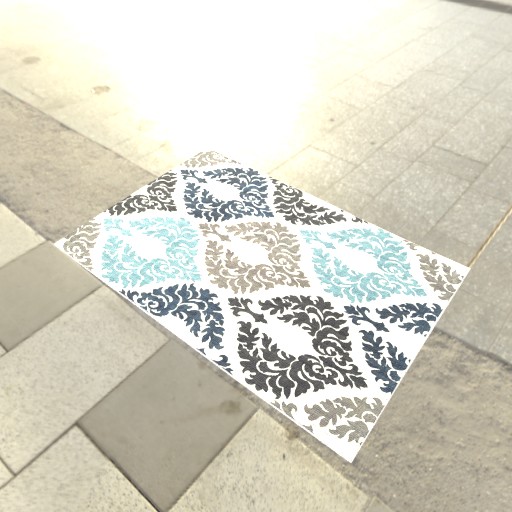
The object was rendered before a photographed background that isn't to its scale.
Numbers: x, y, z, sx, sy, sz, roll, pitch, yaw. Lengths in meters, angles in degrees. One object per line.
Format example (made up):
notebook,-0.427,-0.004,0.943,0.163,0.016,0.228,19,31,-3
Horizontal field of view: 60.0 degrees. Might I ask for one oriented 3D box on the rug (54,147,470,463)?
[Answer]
rug,0.000,0.000,2.889,2.275,0.014,1.514,30,53,26
